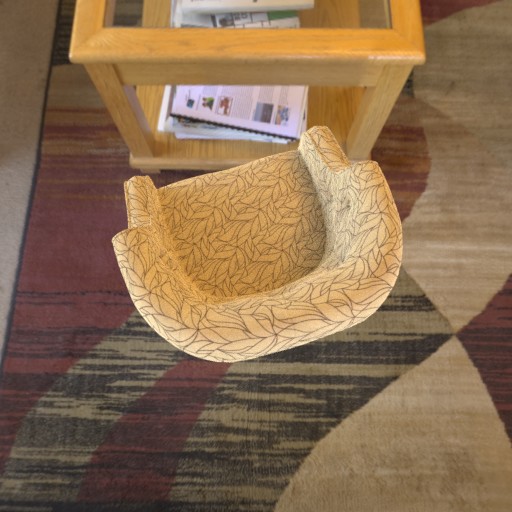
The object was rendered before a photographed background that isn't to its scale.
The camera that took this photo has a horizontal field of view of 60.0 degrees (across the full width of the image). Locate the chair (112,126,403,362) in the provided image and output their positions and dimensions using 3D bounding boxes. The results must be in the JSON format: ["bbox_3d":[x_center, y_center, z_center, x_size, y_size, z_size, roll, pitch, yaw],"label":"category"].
[{"bbox_3d":[0.000,0.000,1.343,0.686,0.858,0.613,-17,75,-5],"label":"chair"}]
